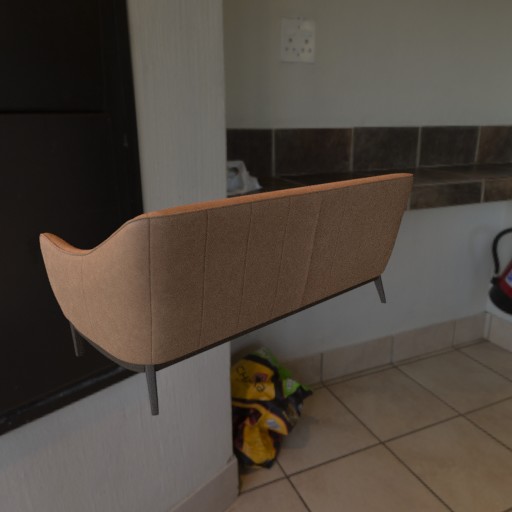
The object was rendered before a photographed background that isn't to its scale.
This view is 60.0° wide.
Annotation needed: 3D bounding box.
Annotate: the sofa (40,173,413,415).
[{"bbox_3d":[0.000,0.000,2.384,1.928,0.830,0.869,-15,23,-40],"label":"sofa"}]
